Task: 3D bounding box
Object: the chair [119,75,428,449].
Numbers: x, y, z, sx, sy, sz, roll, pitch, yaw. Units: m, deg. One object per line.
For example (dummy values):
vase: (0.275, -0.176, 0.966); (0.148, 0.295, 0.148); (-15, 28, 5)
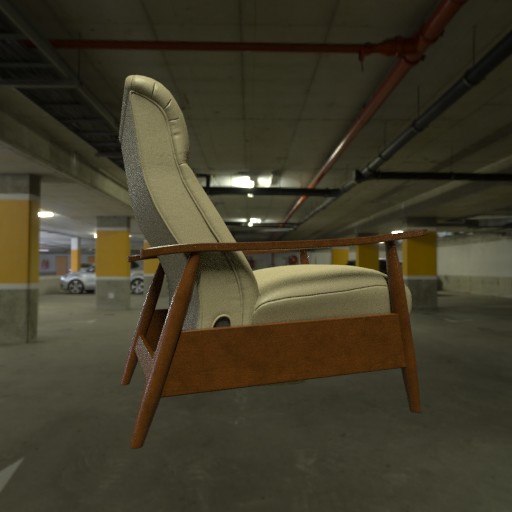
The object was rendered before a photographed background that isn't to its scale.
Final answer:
chair: (0.000, 0.000, 1.727); (1.014, 1.082, 0.762); (1, -2, -19)
